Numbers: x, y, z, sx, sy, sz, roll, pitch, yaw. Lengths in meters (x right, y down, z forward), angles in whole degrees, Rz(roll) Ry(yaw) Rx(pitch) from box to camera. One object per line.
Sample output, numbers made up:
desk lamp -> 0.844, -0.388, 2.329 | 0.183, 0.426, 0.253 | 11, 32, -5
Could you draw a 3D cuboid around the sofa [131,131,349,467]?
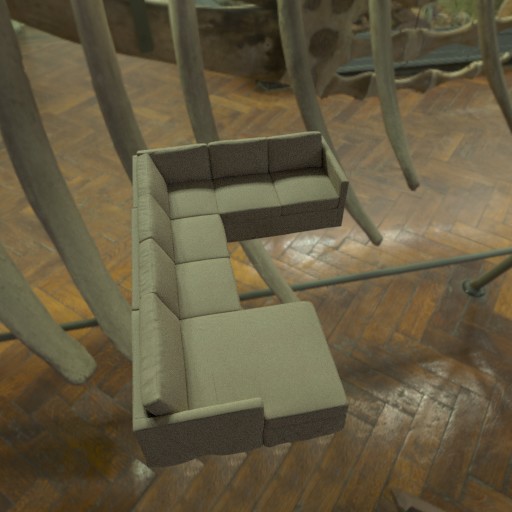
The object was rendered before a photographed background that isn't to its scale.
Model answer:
sofa -> 0.000, 0.000, 4.558 | 2.476, 0.878, 3.528 | -8, 46, -8
